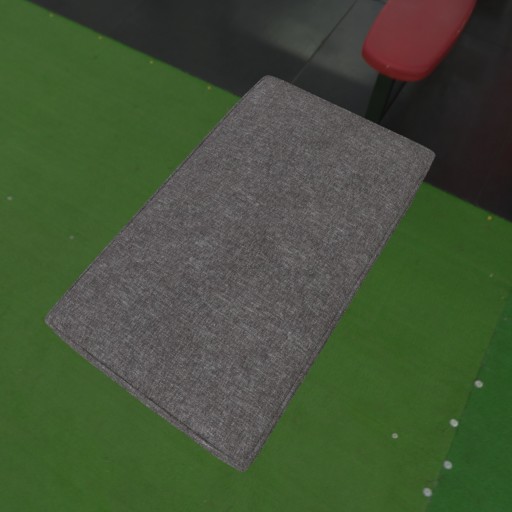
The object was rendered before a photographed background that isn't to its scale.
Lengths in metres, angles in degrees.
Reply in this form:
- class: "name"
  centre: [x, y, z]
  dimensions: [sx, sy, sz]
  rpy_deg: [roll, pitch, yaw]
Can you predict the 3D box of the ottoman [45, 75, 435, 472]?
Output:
- class: "ottoman"
  centre: [0.000, 0.000, 1.535]
  dimensions: [0.717, 0.487, 1.184]
  rpy_deg: [31, 67, 14]
